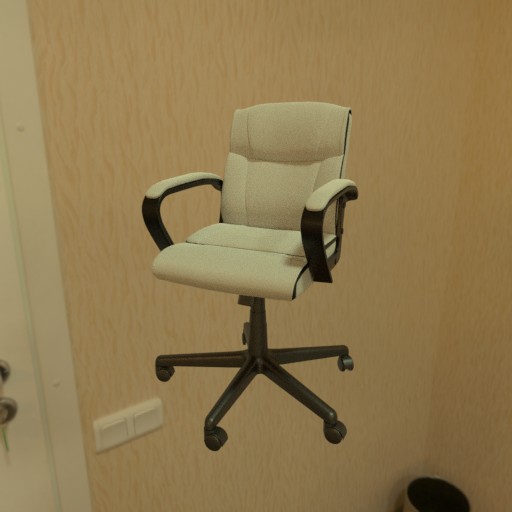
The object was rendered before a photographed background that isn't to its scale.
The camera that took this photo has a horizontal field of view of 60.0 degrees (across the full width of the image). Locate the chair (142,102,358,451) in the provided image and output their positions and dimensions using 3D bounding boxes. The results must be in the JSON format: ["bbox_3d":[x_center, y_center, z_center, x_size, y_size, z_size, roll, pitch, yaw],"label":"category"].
[{"bbox_3d":[0.000,0.000,1.483,0.739,1.004,0.717,7,18,24],"label":"chair"}]
